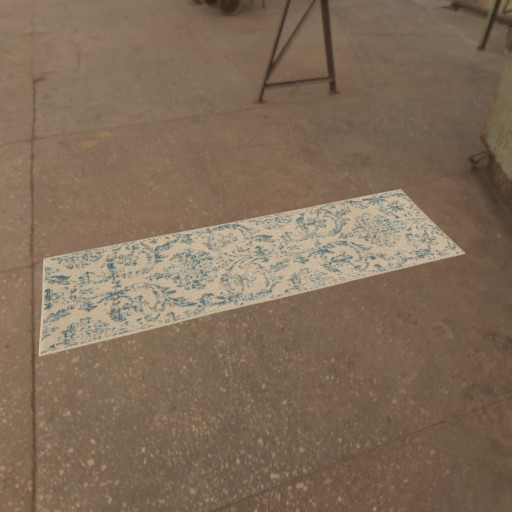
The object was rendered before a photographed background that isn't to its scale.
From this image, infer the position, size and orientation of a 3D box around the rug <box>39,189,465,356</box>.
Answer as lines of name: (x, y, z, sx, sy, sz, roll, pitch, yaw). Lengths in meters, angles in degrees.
rug: (0.000, 0.000, 2.408, 2.196, 0.011, 0.662, -12, 44, -13)
